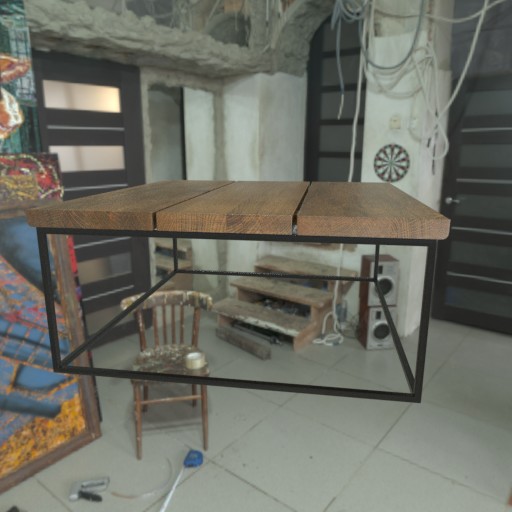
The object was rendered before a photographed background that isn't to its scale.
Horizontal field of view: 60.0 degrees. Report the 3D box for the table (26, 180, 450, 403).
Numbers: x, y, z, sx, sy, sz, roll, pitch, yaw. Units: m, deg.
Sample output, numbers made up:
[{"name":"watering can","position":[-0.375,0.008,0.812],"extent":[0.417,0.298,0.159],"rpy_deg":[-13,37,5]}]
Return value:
[{"name":"table","position":[0.000,0.000,1.401],"extent":[0.900,0.400,0.900],"rpy_deg":[2,14,9]}]
